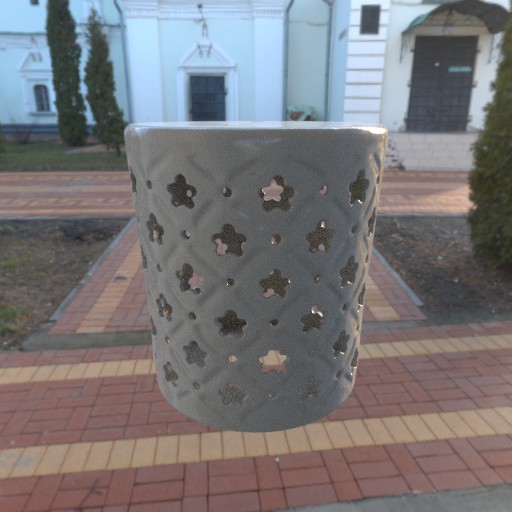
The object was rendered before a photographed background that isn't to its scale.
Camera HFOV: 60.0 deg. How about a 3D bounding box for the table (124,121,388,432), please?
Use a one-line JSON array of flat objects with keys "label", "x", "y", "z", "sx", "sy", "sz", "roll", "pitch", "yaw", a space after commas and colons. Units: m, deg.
[{"label": "table", "x": 0.000, "y": 0.000, "z": 0.665, "sx": 0.352, "sy": 0.387, "sz": 0.352, "roll": 0, "pitch": 18, "yaw": 0}]
